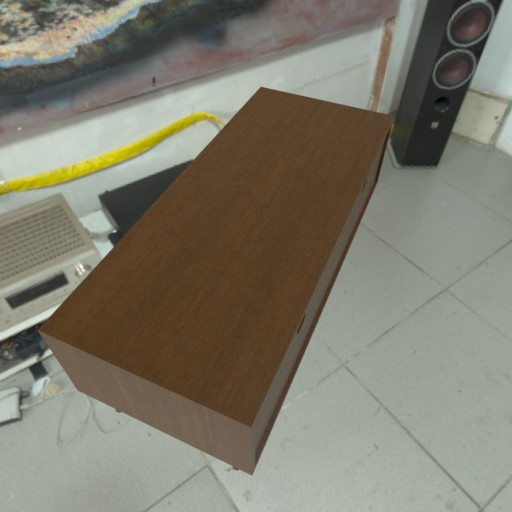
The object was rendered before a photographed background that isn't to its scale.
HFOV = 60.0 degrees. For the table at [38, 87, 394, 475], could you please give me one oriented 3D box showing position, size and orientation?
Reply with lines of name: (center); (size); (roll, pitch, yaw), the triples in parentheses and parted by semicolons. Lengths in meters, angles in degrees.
table: (0.000, 0.000, 1.350); (0.490, 0.464, 1.119); (19, 51, 16)
